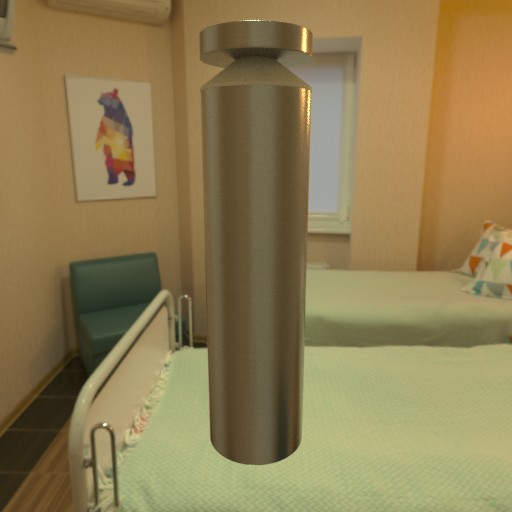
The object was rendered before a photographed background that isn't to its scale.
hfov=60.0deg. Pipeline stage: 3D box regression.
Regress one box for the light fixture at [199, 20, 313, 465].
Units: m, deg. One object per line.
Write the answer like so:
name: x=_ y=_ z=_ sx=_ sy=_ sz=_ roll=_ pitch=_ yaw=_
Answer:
light fixture: x=0.000 y=0.000 z=0.439 sx=0.102 sy=0.400 sz=0.102 roll=-7 pitch=15 yaw=-27
